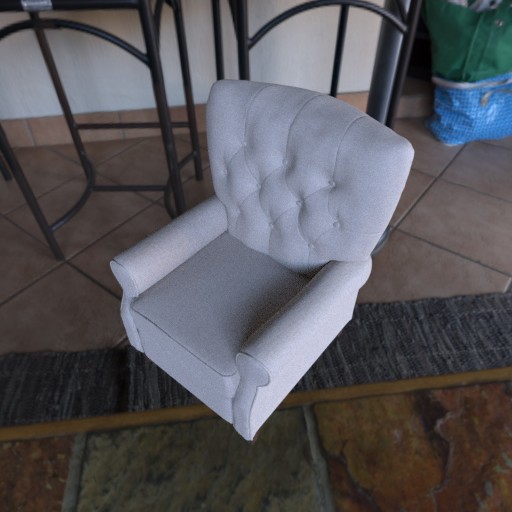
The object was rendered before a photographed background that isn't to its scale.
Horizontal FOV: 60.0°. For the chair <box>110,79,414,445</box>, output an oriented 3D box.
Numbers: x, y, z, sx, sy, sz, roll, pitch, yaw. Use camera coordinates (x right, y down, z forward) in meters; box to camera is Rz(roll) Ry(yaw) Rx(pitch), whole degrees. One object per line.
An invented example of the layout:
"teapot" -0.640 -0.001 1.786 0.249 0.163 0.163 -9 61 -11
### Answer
"chair" 0.000 0.000 1.944 0.942 1.209 1.025 30 51 27
